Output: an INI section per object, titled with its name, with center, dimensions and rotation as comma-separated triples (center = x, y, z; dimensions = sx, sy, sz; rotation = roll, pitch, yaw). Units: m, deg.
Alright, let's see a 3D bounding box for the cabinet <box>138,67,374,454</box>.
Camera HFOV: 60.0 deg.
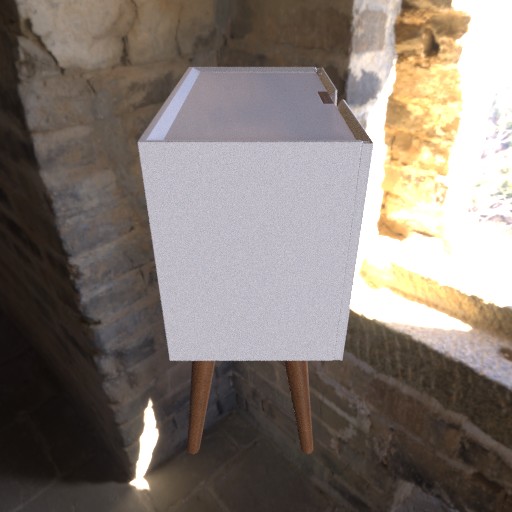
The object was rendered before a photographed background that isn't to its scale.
[cabinet]
center = 0.000, 0.000, 1.096
dimensions = 0.344, 0.772, 0.591
rotation = 0, 33, 0
